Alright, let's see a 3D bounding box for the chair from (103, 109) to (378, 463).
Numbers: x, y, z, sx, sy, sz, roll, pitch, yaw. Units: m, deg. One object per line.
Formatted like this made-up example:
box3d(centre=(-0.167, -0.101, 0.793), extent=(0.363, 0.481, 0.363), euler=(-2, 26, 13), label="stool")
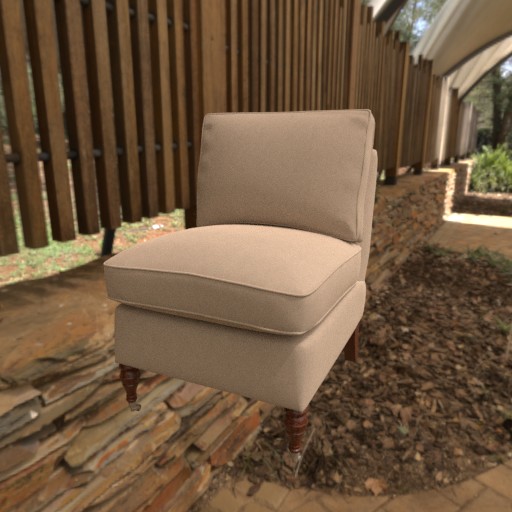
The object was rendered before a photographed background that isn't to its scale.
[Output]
box3d(centre=(0.000, 0.000, 1.658), extent=(0.724, 1.052, 0.912), euler=(7, 17, 24), label="chair")
